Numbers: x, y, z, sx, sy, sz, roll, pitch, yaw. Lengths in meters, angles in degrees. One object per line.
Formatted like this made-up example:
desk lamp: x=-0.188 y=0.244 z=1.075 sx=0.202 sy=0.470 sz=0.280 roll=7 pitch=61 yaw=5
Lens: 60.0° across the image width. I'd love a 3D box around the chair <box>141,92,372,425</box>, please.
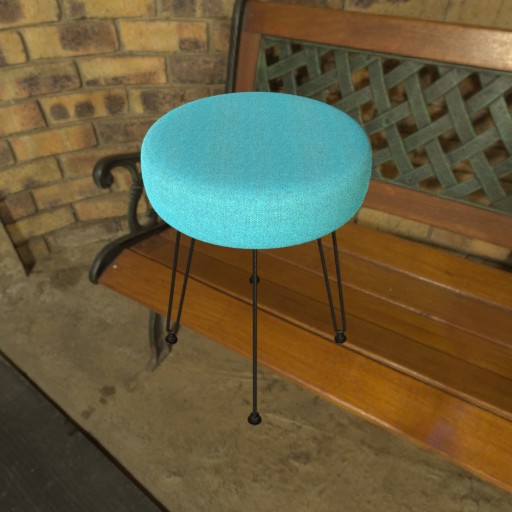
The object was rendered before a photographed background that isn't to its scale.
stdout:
chair: x=0.000 y=0.000 z=0.712 sx=0.350 sy=0.440 sz=0.350 roll=0 pitch=42 yaw=0
